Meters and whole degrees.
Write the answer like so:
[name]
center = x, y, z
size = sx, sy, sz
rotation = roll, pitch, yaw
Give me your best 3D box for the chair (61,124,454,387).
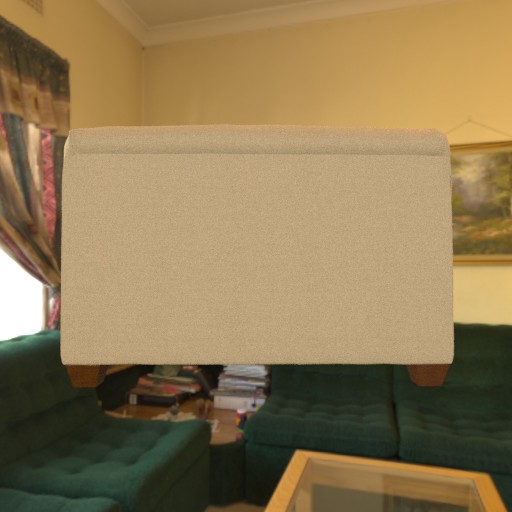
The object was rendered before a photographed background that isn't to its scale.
[chair]
center = 0.000, 0.000, 2.023
size = 1.383, 0.948, 1.000
rotation = 0, -2, -1
